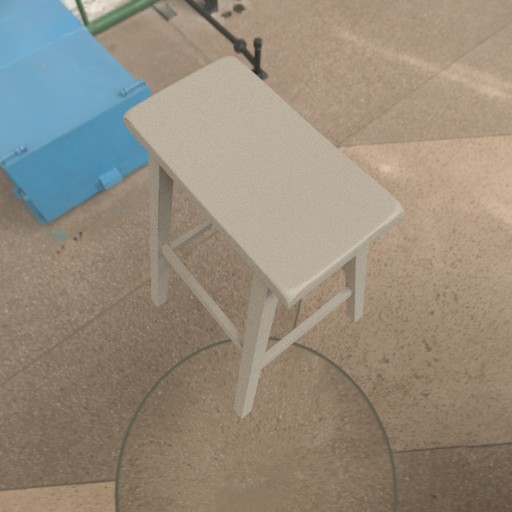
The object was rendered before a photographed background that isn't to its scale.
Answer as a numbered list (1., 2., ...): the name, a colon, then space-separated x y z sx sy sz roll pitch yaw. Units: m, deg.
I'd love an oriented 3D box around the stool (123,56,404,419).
1. stool: 0.000 0.000 1.052 0.476 0.737 0.457 -36 69 -16
